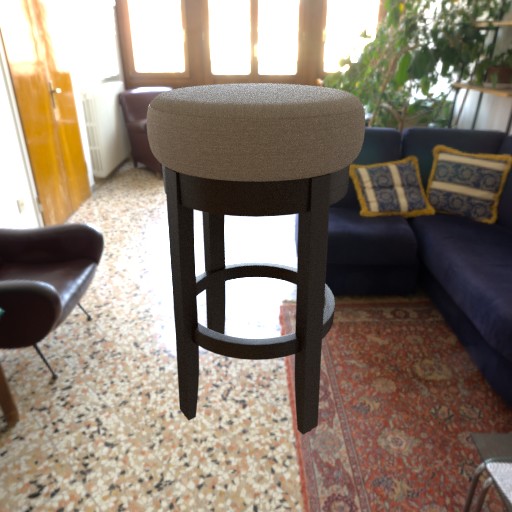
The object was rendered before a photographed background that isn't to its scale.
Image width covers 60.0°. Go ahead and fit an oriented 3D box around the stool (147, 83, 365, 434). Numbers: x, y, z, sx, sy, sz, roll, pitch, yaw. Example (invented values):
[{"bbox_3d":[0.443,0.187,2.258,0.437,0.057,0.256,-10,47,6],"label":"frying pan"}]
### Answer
[{"bbox_3d":[0.000,0.000,1.052,0.443,0.757,0.443,0,26,0],"label":"stool"}]
